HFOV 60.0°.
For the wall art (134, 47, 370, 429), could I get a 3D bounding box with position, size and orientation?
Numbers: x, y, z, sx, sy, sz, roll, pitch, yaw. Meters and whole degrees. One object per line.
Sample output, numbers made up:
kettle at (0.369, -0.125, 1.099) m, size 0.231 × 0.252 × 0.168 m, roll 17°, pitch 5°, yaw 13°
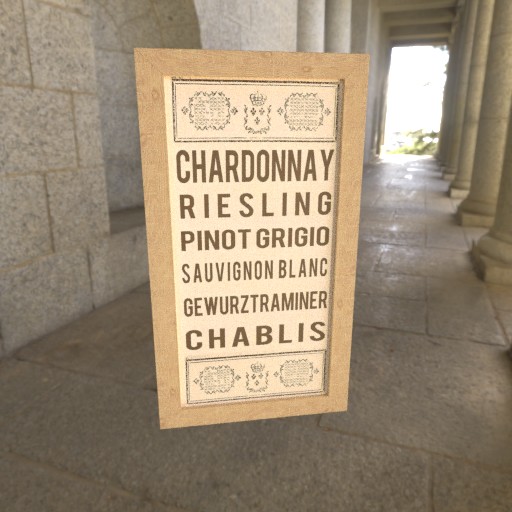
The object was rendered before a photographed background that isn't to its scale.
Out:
wall art at (0.000, 0.000, 0.806) m, size 0.381 × 0.683 × 0.013 m, roll -2°, pitch 16°, yaw -9°
